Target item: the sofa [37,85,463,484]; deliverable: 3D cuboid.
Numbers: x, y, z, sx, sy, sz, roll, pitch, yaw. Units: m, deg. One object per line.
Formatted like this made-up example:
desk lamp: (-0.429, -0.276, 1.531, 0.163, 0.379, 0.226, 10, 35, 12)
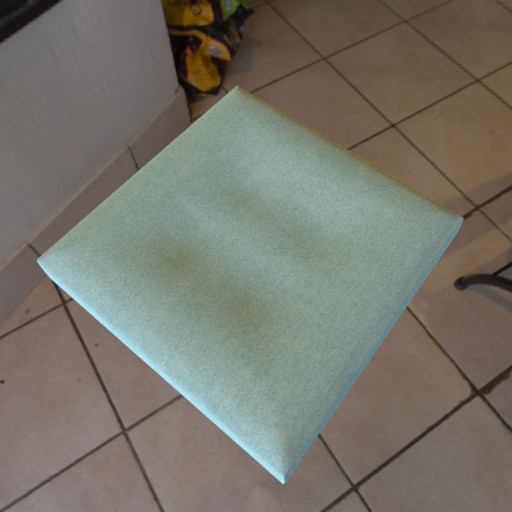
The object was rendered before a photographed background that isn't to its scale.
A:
sofa: (0.000, 0.000, 1.427, 0.930, 0.330, 0.930, 36, 68, 17)
